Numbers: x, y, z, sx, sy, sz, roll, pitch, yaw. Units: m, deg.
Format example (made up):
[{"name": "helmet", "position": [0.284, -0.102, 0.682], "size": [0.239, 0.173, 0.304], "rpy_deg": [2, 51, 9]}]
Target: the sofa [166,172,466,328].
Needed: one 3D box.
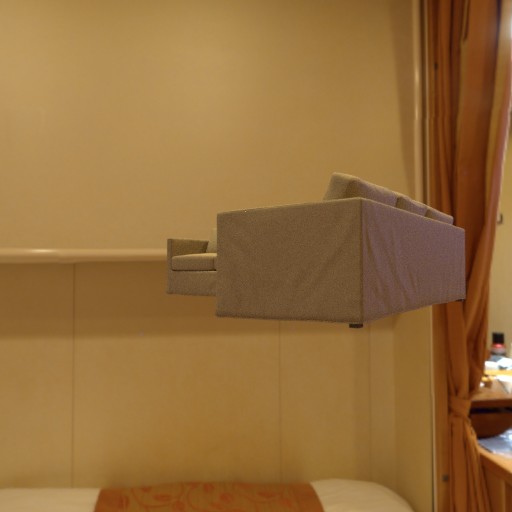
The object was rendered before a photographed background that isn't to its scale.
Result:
[{"name": "sofa", "position": [0.000, 0.000, 4.194], "size": [3.182, 0.871, 2.432], "rpy_deg": [-1, -2, 37]}]
